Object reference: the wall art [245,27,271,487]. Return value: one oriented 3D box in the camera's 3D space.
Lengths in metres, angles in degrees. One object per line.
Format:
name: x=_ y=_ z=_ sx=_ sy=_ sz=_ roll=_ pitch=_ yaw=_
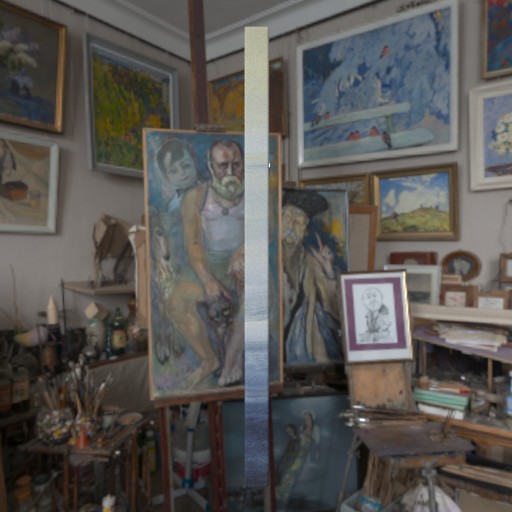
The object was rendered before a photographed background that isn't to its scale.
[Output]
wall art: x=0.000 y=0.000 z=0.983 sx=0.041 sy=0.710 sz=0.608 roll=0 pitch=1 yaw=-1
